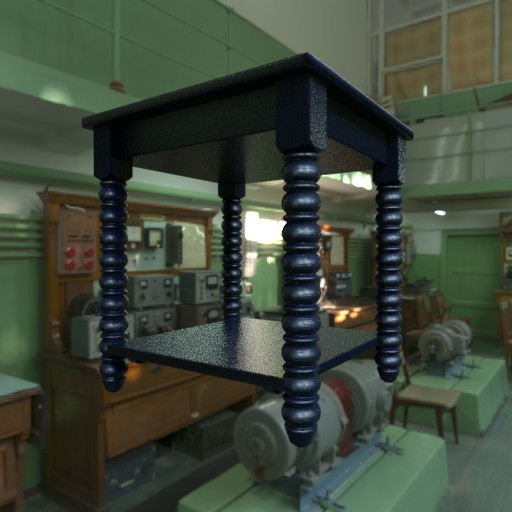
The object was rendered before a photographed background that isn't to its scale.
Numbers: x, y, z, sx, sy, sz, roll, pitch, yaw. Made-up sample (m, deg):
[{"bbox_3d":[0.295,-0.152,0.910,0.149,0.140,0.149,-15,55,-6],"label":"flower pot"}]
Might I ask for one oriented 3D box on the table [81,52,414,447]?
[{"bbox_3d":[0.000,0.000,0.962,0.533,0.567,0.500,0,1,35],"label":"table"}]
